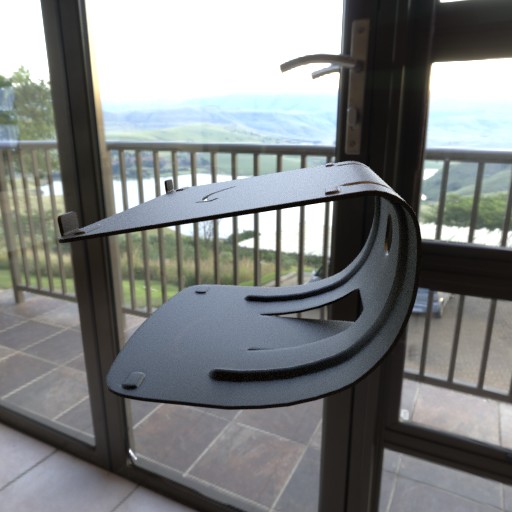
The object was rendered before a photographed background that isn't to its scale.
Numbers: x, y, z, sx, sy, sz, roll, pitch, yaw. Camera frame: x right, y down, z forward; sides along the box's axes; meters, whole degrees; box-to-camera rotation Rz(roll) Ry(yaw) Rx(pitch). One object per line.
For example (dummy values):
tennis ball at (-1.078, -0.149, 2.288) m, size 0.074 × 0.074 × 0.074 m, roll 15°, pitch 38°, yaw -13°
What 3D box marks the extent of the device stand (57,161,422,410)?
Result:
device stand at (0.000, 0.000, 0.403) m, size 0.236 × 0.155 × 0.256 m, roll 2°, pitch 16°, yaw 8°
